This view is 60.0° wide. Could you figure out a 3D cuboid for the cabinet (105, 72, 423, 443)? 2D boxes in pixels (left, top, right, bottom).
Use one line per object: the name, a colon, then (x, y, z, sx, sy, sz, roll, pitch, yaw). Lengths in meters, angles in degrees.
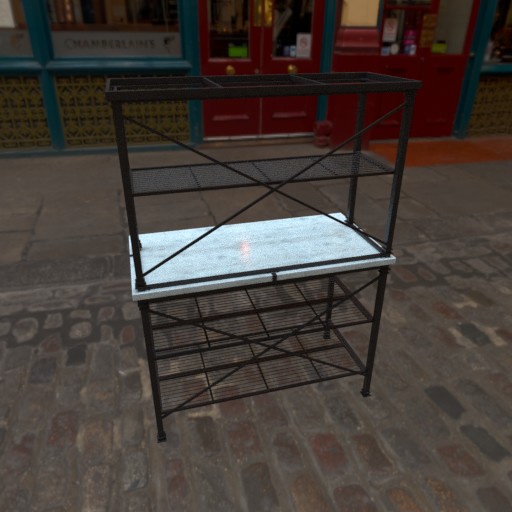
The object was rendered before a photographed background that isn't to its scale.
cabinet: (0.000, 0.000, 2.220, 1.210, 1.659, 0.610, -7, 28, -14)
